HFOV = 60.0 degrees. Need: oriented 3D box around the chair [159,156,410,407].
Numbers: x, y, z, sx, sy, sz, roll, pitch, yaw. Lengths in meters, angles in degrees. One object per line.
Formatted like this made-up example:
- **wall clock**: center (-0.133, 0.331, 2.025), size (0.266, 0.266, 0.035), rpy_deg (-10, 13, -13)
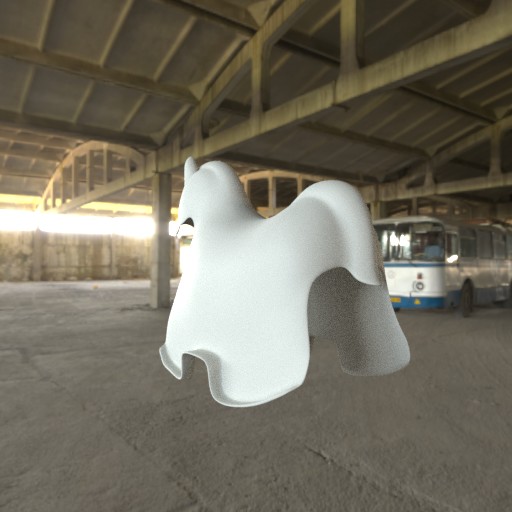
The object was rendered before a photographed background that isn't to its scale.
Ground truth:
- **chair**: center (0.000, 0.000, 1.163), size (0.429, 0.612, 0.800), rpy_deg (1, -1, -36)
